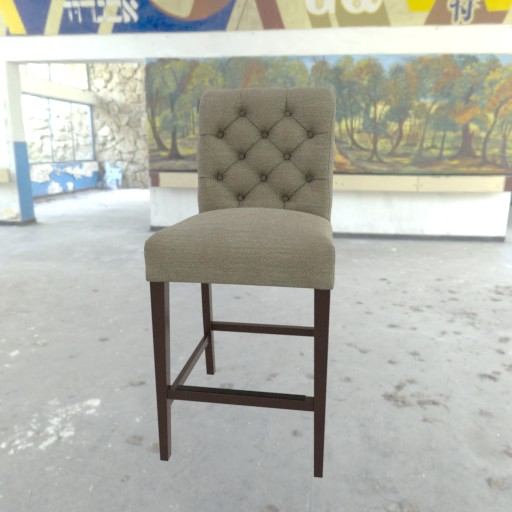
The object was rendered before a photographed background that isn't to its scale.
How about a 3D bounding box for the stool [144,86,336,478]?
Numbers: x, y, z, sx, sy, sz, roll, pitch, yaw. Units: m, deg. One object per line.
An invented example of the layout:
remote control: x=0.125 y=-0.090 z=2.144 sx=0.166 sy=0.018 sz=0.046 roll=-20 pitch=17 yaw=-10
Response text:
stool: x=0.000 y=0.000 z=1.419 sx=0.486 sy=1.084 sz=0.660 roll=2 pitch=14 yaw=8
